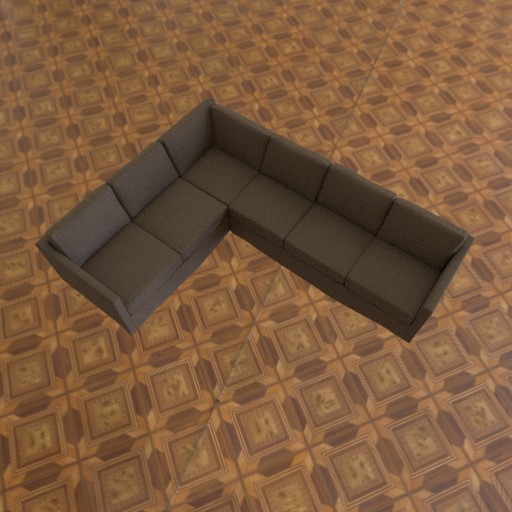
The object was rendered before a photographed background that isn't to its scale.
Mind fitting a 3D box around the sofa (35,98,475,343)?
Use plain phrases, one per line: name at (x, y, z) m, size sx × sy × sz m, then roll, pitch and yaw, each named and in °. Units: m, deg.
sofa at (0.000, 0.000, 4.202) m, size 3.182 × 0.871 × 2.432 m, roll 32°, pitch 64°, yaw 18°
